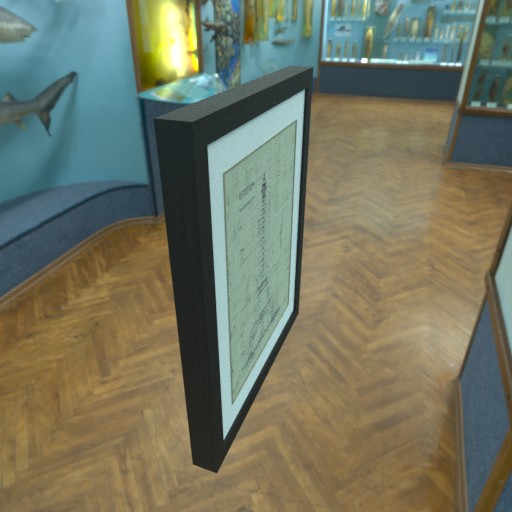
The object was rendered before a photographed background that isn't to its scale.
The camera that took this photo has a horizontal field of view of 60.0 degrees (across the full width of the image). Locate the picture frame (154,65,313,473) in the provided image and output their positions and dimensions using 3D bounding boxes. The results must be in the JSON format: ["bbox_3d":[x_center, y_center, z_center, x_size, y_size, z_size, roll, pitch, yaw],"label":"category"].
[{"bbox_3d":[0.000,0.000,0.763,0.044,0.555,0.452,11,32,19],"label":"picture frame"}]
